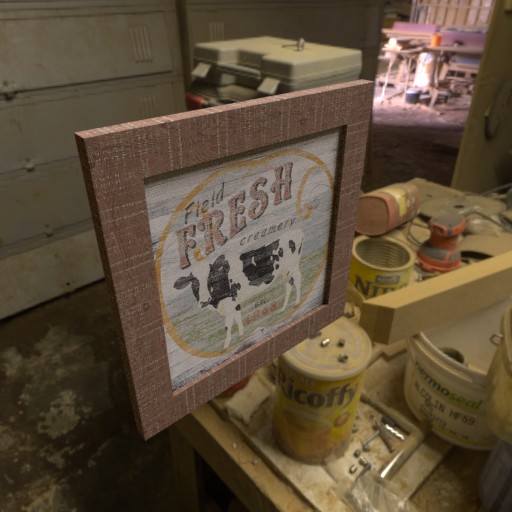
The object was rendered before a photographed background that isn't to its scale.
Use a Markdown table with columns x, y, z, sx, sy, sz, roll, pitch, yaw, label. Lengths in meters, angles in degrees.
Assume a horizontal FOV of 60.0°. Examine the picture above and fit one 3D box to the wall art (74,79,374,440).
| x | y | z | sx | sy | sz | roll | pitch | yaw | label |
| --- | --- | --- | --- | --- | --- | --- | --- | --- | --- |
| 0.000 | 0.000 | 0.790 | 0.531 | 0.531 | 0.029 | -24 | 39 | -34 | wall art |
